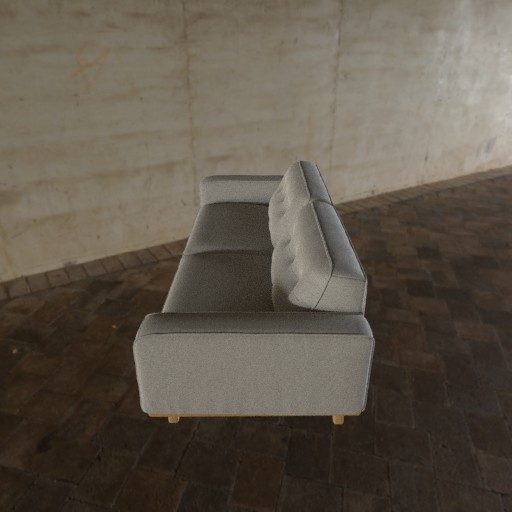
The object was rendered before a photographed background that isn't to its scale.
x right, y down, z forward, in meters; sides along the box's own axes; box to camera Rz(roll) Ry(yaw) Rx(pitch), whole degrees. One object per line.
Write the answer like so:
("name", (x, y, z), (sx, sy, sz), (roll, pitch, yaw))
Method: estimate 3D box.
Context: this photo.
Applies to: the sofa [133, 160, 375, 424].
("sofa", (0.000, 0.000, 2.780), (0.956, 0.781, 2.270), (0, 26, 1))
